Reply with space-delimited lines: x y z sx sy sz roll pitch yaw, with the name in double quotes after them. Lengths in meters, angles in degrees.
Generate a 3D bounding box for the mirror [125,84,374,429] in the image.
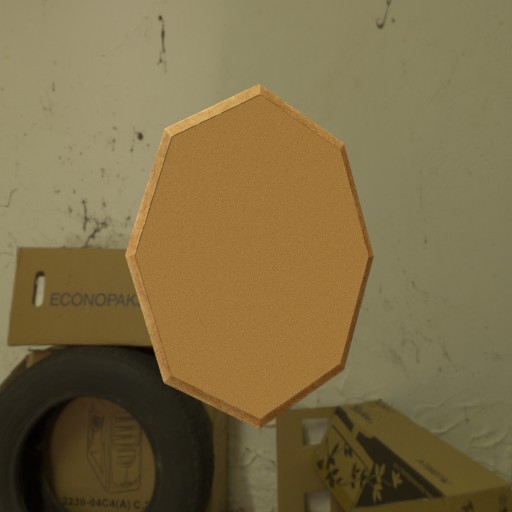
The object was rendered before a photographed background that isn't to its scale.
0.000 0.000 1.022 0.577 0.774 0.070 0 -1 -16 "mirror"
